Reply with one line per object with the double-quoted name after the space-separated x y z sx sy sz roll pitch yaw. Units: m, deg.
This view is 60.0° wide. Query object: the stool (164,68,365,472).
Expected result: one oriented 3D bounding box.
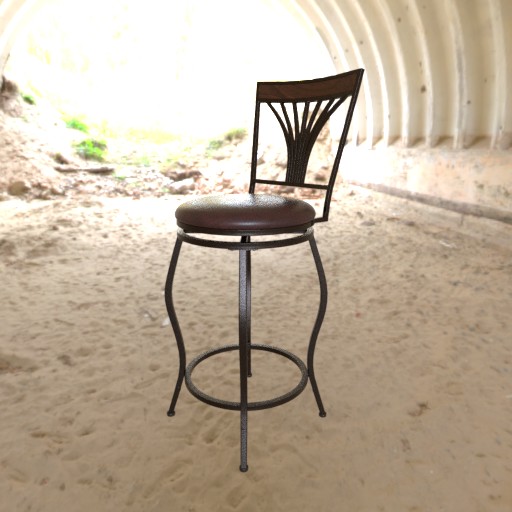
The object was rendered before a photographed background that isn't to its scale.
0.000 0.000 1.416 0.514 1.117 0.433 -14 20 -43 "stool"
